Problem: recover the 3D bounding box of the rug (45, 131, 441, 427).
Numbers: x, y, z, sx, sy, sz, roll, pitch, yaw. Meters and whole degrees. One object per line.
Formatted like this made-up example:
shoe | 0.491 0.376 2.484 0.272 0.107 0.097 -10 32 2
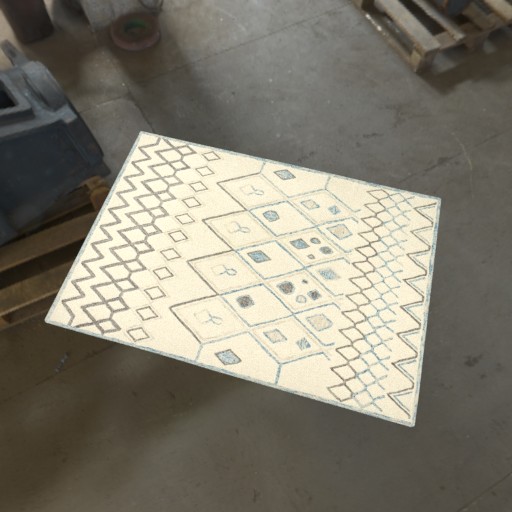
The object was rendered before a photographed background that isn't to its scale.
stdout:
rug | 0.000 0.000 2.346 1.820 0.009 1.260 14 65 7
